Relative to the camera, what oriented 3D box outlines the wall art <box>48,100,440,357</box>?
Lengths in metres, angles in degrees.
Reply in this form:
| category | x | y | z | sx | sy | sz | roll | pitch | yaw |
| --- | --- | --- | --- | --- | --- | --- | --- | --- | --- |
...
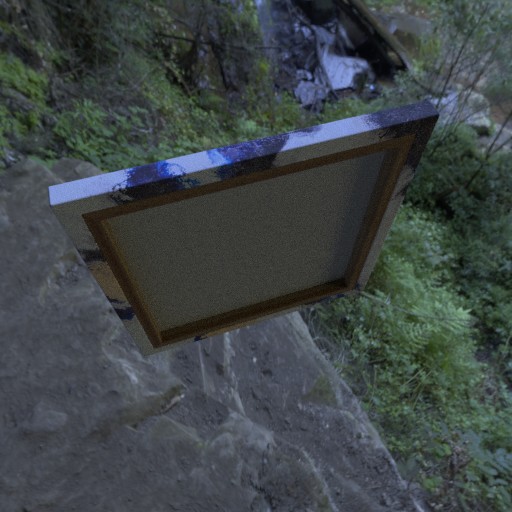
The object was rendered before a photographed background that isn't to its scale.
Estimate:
| category | x | y | z | sx | sy | sz | roll | pitch | yaw |
| --- | --- | --- | --- | --- | --- | --- | --- | --- | --- |
| wall art | 0.000 | 0.000 | 0.924 | 0.609 | 0.609 | 0.039 | -15 | 59 | -9 |
